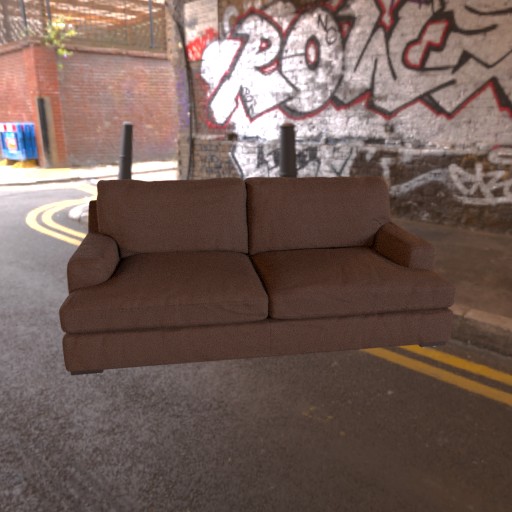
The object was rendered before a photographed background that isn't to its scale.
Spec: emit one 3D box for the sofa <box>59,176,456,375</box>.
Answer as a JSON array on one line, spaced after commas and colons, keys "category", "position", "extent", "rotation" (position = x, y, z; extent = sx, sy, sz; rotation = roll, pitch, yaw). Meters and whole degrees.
[{"category": "sofa", "position": [0.000, 0.000, 2.919], "extent": [2.274, 0.950, 1.140], "rotation": [-3, 17, -9]}]
